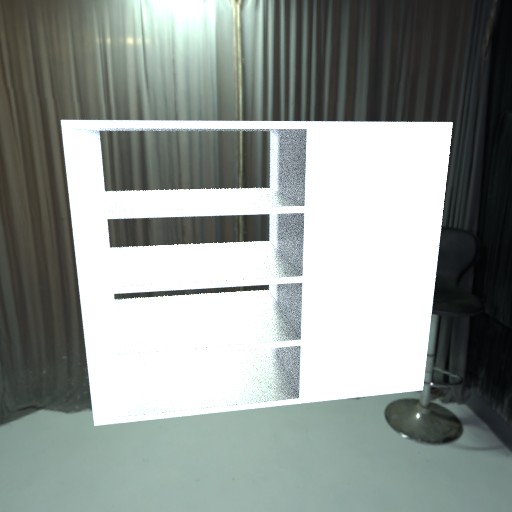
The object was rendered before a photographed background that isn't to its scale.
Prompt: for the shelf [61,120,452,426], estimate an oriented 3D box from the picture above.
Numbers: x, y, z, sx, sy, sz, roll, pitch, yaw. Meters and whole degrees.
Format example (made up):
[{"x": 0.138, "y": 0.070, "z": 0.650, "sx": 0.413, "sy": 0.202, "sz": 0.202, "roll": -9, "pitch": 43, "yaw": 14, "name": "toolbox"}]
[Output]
[{"x": 0.000, "y": 0.000, "z": 1.279, "sx": 0.895, "sy": 0.732, "sz": 0.396, "roll": -3, "pitch": 15, "yaw": -10, "name": "shelf"}]
